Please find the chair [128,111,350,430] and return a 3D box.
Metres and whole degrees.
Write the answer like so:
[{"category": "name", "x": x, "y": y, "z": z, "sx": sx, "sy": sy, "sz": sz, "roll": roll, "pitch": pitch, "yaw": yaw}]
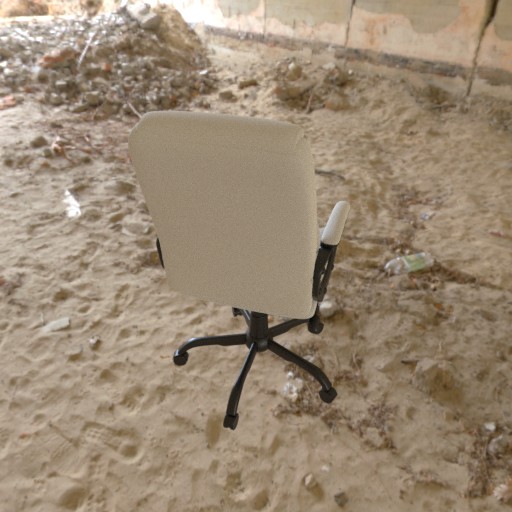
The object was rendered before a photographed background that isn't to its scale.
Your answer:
[{"category": "chair", "x": 0.000, "y": 0.000, "z": 1.481, "sx": 0.663, "sy": 1.065, "sz": 0.669, "roll": 10, "pitch": 34, "yaw": 15}]
